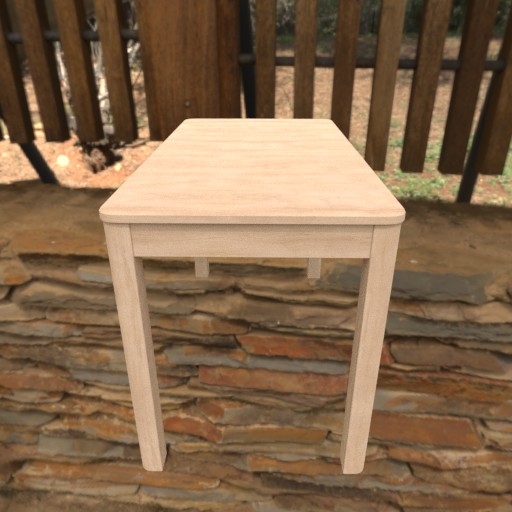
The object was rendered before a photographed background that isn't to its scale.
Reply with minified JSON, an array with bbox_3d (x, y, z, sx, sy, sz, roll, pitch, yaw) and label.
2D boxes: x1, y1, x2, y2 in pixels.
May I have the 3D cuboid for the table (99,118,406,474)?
[{"bbox_3d":[0.000,0.000,1.872,0.750,0.900,1.400,0,26,1],"label":"table"}]
